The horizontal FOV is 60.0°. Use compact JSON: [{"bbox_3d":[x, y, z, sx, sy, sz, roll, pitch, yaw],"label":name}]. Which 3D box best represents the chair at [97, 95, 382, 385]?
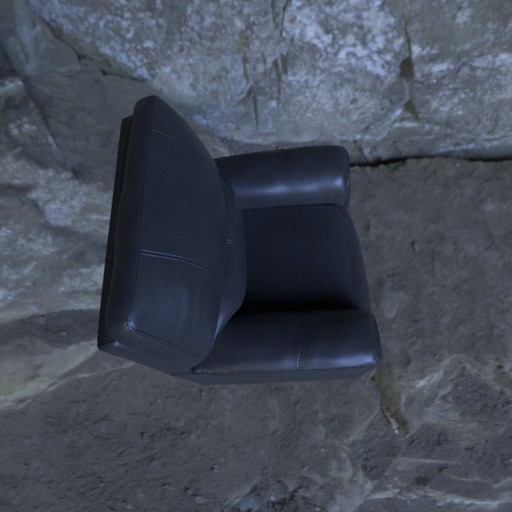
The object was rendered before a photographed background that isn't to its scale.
[{"bbox_3d":[0.000,0.000,2.015,1.087,1.109,1.096,-3,63,-1],"label":"chair"}]
